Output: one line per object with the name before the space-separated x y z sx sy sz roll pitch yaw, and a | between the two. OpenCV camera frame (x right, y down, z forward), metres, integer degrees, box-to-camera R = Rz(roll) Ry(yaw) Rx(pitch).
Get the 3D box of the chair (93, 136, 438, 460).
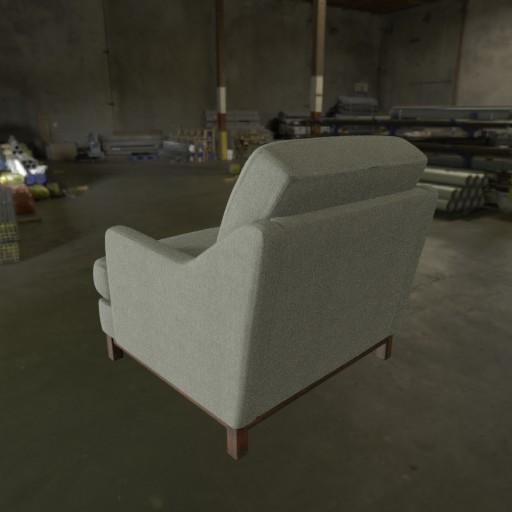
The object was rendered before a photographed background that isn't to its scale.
chair | 0.000 0.000 1.538 0.826 0.821 0.892 -16 23 -41
